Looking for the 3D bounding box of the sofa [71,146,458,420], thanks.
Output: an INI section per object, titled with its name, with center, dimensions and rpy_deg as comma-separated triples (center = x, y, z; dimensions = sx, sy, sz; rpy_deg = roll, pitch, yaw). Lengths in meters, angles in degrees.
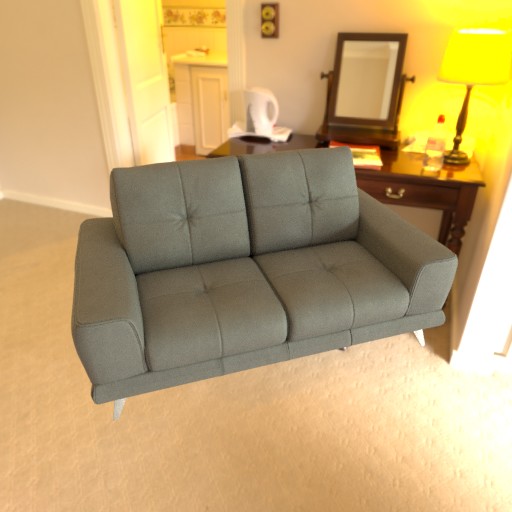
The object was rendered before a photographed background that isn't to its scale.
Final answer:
[sofa]
center = 0.000, 0.000, 2.347
dimensions = 1.806, 0.907, 1.018
rpy_deg = -9, 31, -15
